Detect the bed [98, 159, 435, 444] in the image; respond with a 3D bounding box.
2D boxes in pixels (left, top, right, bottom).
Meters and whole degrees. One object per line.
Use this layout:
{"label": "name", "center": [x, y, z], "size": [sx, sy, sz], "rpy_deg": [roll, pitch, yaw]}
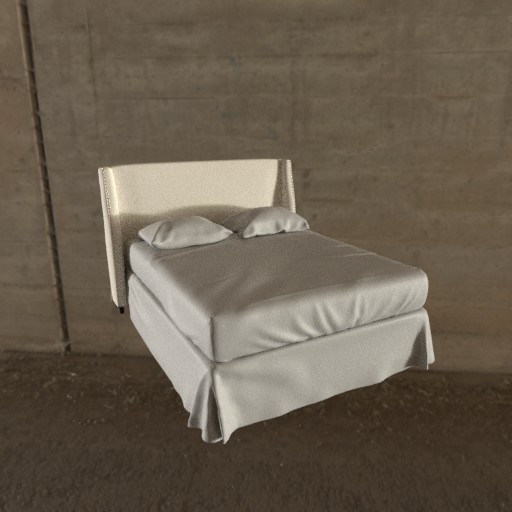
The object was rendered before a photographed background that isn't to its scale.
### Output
{"label": "bed", "center": [0.000, 0.000, 3.515], "size": [1.925, 1.332, 2.276], "rpy_deg": [-9, 19, -27]}
